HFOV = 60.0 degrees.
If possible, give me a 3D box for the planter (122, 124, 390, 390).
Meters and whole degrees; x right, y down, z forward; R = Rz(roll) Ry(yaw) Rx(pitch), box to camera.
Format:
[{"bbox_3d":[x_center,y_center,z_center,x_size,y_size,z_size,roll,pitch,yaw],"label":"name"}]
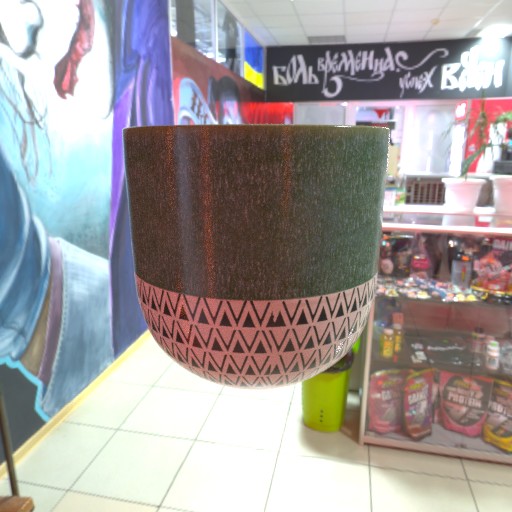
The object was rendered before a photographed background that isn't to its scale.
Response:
[{"bbox_3d":[0.000,0.000,0.491,0.266,0.270,0.266,0,14,0],"label":"planter"}]
